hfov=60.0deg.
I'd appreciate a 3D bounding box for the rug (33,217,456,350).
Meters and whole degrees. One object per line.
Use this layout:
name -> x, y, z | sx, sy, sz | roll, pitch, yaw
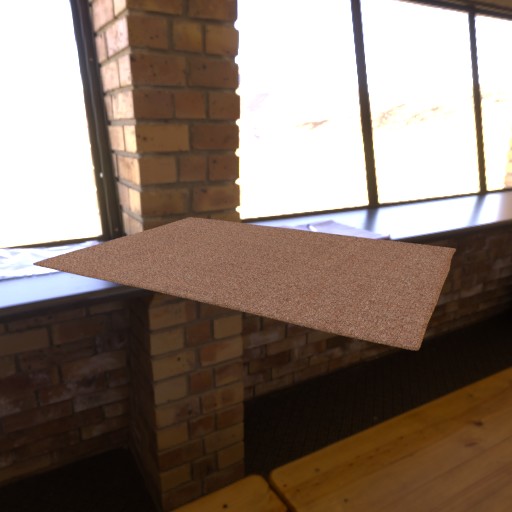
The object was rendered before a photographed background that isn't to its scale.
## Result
rug -> 0.000, 0.000, 2.710 | 2.141, 0.013, 1.566 | 9, 18, 27
